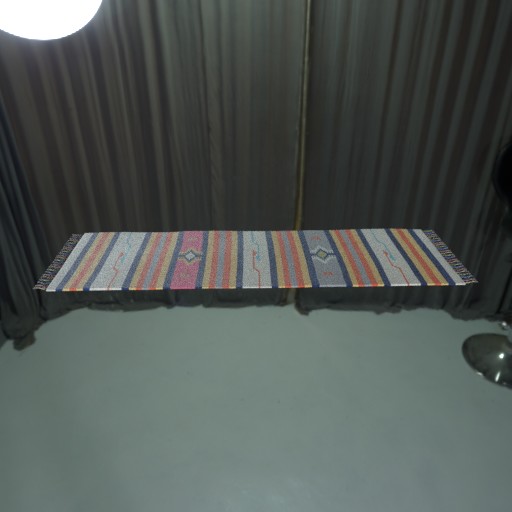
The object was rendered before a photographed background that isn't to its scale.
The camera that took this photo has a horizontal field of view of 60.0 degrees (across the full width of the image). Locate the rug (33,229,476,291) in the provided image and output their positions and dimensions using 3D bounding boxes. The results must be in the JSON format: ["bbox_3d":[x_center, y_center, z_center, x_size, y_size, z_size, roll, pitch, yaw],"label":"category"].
[{"bbox_3d":[0.000,0.000,2.721,2.455,0.017,0.695,-1,29,-1],"label":"rug"}]
